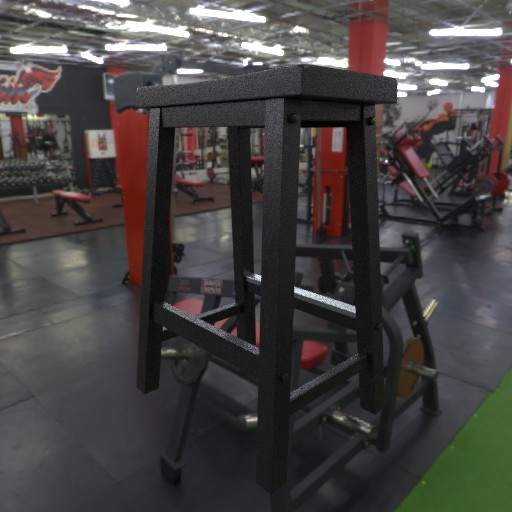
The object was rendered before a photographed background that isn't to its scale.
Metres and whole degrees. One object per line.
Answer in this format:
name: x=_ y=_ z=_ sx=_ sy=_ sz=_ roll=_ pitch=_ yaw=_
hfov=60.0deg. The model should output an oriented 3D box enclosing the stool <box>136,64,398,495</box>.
stool: x=0.000 y=0.000 z=0.835 sx=0.322 sy=0.610 sz=0.406 roll=-14 pitch=21 yaw=-42
